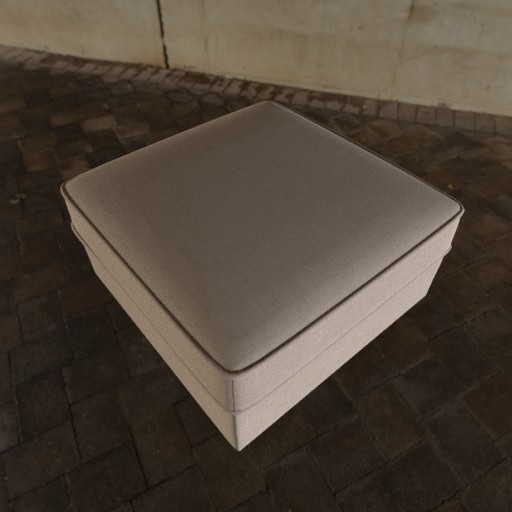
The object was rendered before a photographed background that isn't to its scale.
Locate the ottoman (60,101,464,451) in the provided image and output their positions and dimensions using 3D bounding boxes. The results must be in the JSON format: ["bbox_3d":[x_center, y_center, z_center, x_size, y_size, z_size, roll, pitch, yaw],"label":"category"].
[{"bbox_3d":[0.000,0.000,1.024,0.613,0.438,0.616,-31,53,-27],"label":"ottoman"}]
